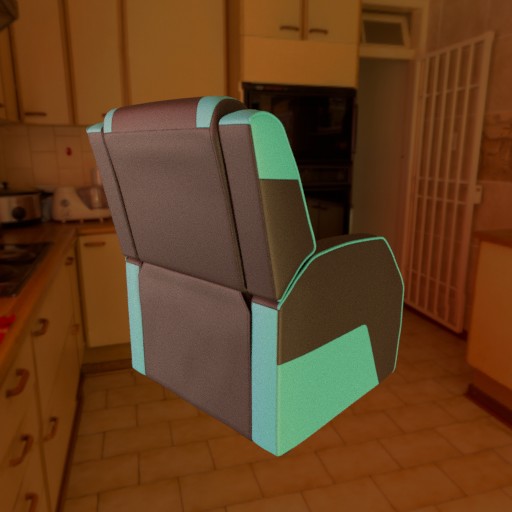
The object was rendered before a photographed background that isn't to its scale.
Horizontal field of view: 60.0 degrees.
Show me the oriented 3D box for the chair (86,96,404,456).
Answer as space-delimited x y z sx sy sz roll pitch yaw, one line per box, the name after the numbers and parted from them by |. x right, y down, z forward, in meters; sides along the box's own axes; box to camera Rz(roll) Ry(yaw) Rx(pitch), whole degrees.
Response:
0.000 0.000 1.278 0.620 0.805 0.672 12 18 42 | chair
